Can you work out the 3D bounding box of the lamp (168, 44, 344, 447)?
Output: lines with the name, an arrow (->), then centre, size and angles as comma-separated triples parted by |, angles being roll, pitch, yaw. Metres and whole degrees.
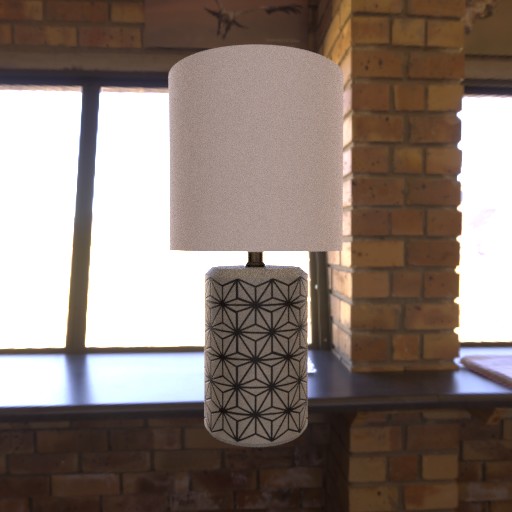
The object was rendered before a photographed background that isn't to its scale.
lamp -> 0.000, 0.000, 0.538 | 0.206, 0.416, 0.206 | -1, 2, -35
